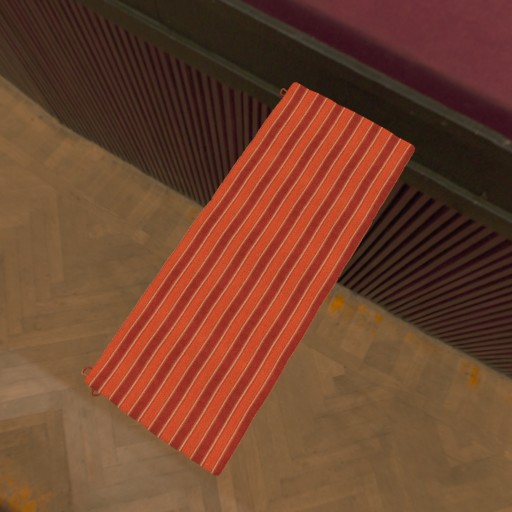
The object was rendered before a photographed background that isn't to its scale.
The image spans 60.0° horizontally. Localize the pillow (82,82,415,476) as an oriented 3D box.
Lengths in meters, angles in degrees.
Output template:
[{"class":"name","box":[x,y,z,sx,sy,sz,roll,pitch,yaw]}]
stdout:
[{"class":"pillow","box":[0.000,0.000,1.347,0.492,0.081,1.187,32,78,8]}]
